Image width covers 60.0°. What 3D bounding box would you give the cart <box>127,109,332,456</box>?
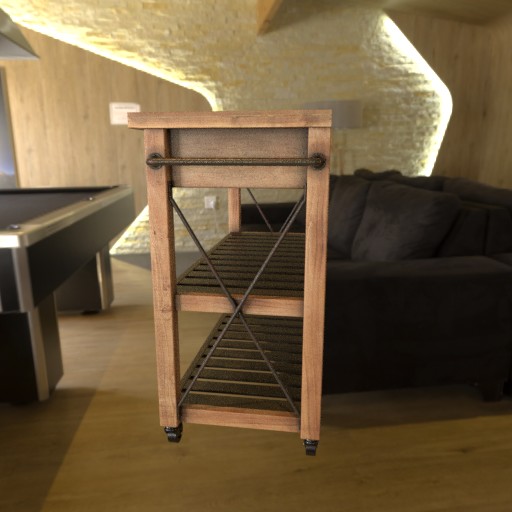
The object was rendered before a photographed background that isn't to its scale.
[{"bbox_3d":[0.000,0.000,0.978,0.298,0.554,0.686,2,13,8],"label":"cart"}]
